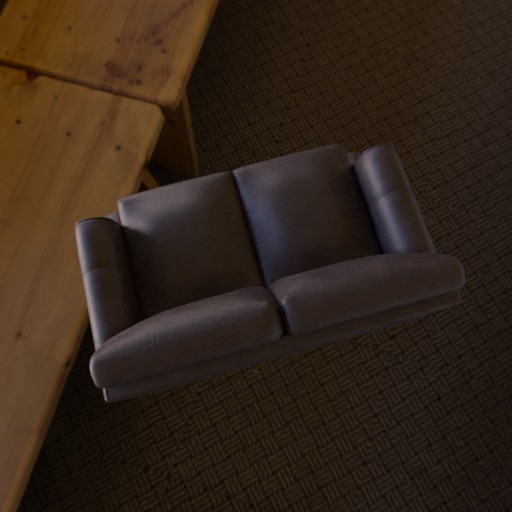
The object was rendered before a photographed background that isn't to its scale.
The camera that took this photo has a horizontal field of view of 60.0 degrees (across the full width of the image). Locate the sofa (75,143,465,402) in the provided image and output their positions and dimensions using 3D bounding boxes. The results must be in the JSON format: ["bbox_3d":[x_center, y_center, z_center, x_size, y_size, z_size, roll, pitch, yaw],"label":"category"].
[{"bbox_3d":[0.000,0.000,2.258,1.663,0.979,1.030,-15,76,-4],"label":"sofa"}]
